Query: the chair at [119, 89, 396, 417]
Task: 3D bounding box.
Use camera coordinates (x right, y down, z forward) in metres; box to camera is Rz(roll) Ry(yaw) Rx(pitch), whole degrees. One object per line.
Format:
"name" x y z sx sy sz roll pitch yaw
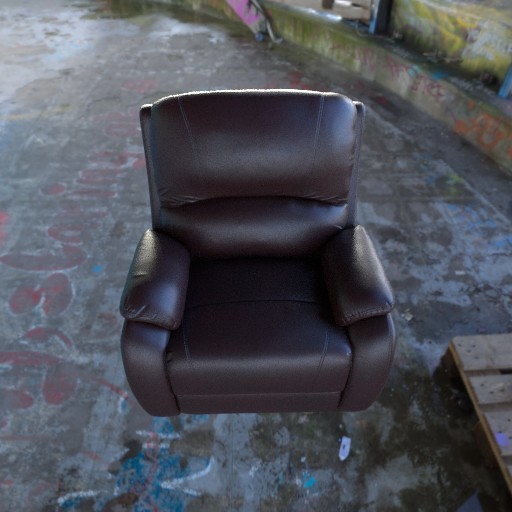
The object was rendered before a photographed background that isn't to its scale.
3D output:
"chair" 0.000 0.000 1.695 0.930 1.011 0.899 -1 45 -1
